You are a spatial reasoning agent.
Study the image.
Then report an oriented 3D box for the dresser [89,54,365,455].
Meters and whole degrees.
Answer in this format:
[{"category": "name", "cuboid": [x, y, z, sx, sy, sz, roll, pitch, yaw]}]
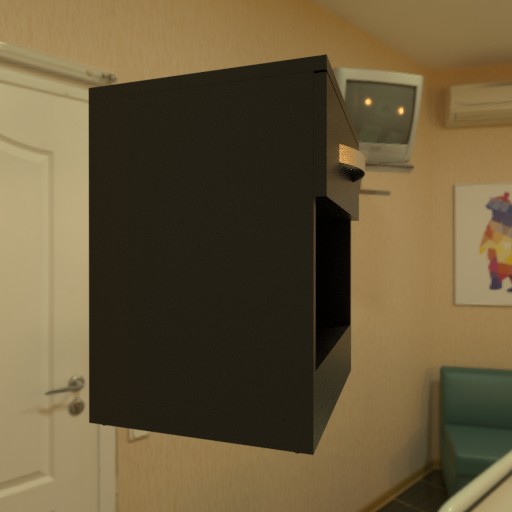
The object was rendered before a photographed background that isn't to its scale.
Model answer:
[{"category": "dresser", "cuboid": [0.000, 0.000, 0.753, 0.360, 0.470, 0.400, 0, 0, 18]}]
